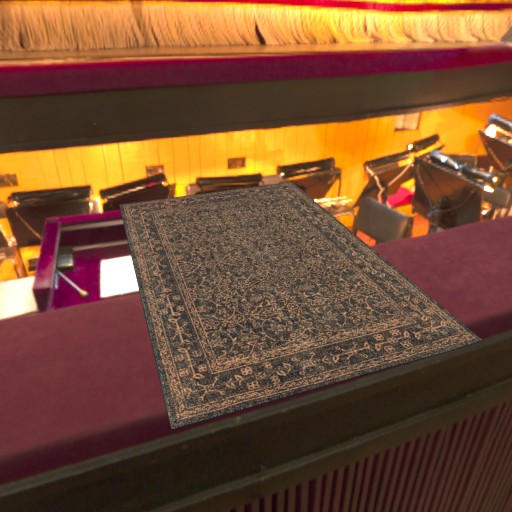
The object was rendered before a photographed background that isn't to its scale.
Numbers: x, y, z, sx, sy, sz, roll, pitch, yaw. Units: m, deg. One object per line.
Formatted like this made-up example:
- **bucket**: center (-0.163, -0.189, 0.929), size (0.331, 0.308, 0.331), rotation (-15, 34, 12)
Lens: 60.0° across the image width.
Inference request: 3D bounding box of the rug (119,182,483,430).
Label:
- **rug**: center (0.000, 0.000, 2.260), size (1.200, 0.005, 1.819), rotation (-10, 32, -17)
